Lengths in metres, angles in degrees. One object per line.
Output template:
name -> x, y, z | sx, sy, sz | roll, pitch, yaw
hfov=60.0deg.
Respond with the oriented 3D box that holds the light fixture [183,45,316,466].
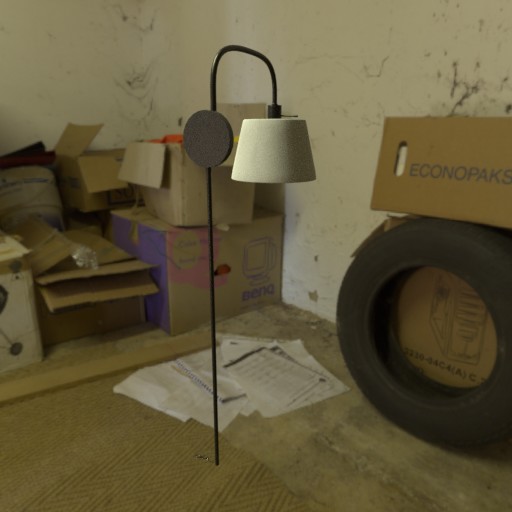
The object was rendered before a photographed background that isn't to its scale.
light fixture -> 0.000, 0.000, 0.469 | 0.092, 0.399, 0.176 | 8, 18, 27
